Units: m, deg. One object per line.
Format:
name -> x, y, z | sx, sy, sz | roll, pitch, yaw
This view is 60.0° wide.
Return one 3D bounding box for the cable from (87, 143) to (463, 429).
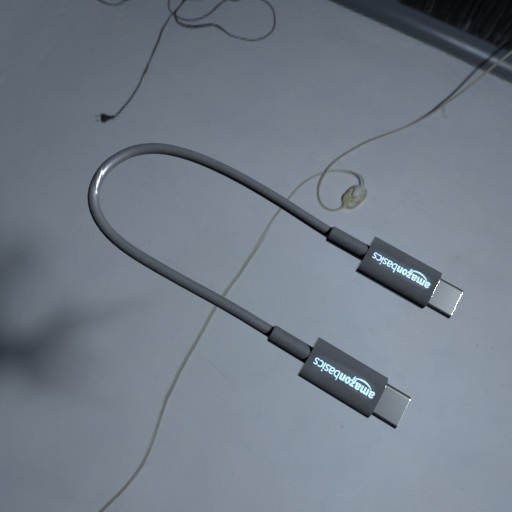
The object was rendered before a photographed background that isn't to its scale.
cable -> 0.000, 0.000, 0.114 | 0.098, 0.005, 0.041 | 30, 77, 8
